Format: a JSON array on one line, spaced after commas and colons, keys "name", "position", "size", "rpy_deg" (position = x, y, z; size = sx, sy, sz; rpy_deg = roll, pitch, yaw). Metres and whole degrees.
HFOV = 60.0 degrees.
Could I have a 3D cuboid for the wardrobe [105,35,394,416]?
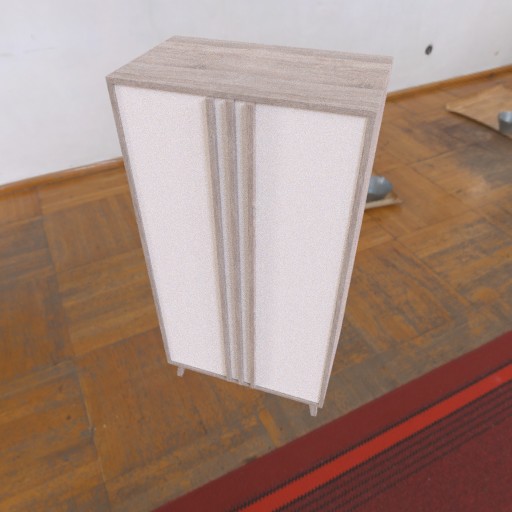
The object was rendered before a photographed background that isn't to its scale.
[{"name": "wardrobe", "position": [0.000, 0.000, 2.376], "size": [1.000, 1.960, 0.600], "rpy_deg": [12, 43, 14]}]
